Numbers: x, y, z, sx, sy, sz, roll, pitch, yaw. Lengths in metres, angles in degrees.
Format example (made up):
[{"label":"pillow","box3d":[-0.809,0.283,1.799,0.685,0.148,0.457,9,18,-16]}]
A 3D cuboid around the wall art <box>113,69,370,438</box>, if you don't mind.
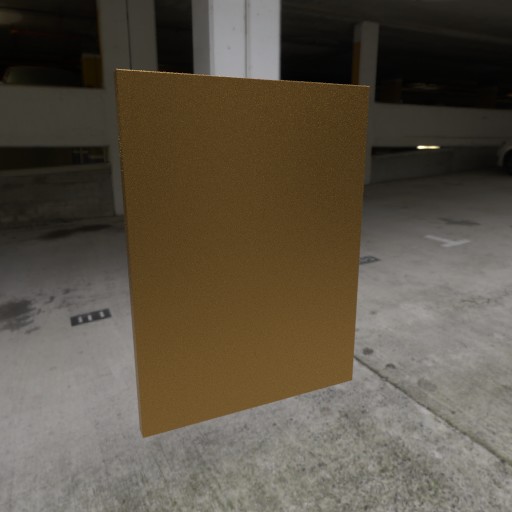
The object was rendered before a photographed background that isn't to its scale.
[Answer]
[{"label":"wall art","box3d":[0.000,0.000,1.090,0.610,0.812,0.038,-7,16,-25]}]
